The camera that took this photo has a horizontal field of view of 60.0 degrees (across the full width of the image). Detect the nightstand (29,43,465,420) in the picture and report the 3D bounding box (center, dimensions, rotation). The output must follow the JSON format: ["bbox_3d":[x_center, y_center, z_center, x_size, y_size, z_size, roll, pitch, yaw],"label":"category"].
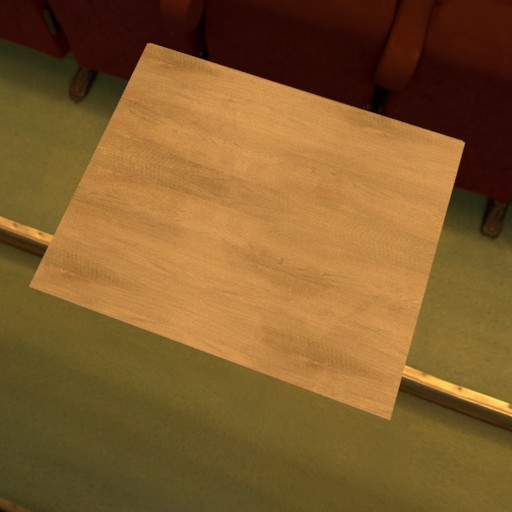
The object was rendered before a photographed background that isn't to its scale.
[{"bbox_3d":[0.000,0.000,0.744,0.427,0.448,0.347,19,77,5],"label":"nightstand"}]
